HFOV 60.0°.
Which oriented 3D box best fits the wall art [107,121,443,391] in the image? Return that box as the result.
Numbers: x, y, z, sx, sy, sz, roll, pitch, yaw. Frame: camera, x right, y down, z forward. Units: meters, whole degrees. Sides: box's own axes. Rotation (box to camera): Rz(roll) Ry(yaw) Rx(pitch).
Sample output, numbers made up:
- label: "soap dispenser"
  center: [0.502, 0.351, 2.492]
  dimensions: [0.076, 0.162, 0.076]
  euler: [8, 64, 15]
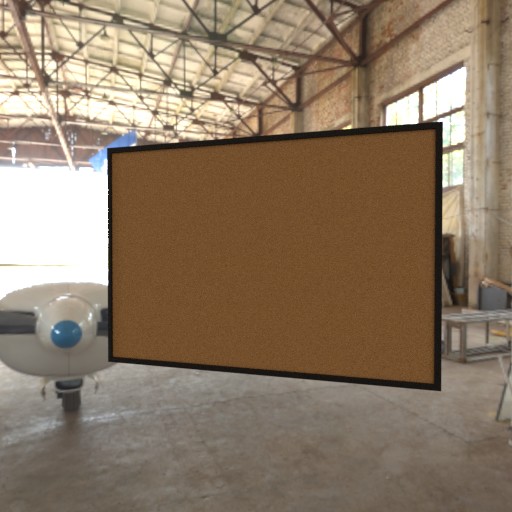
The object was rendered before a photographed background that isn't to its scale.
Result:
- label: "wall art"
  center: [0.000, 0.000, 1.240]
  dimensions: [0.963, 0.665, 0.013]
  euler: [0, 1, 17]
